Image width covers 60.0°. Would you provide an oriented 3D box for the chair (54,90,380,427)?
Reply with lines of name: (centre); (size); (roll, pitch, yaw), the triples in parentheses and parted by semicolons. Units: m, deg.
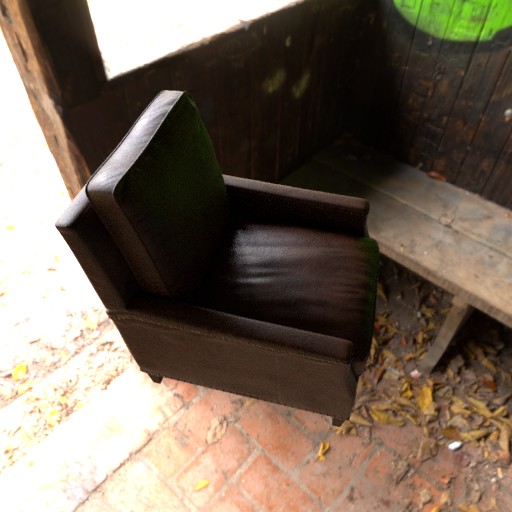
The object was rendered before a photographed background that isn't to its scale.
chair: (0.000, 0.000, 1.826); (1.035, 1.054, 0.854); (10, 48, 9)
